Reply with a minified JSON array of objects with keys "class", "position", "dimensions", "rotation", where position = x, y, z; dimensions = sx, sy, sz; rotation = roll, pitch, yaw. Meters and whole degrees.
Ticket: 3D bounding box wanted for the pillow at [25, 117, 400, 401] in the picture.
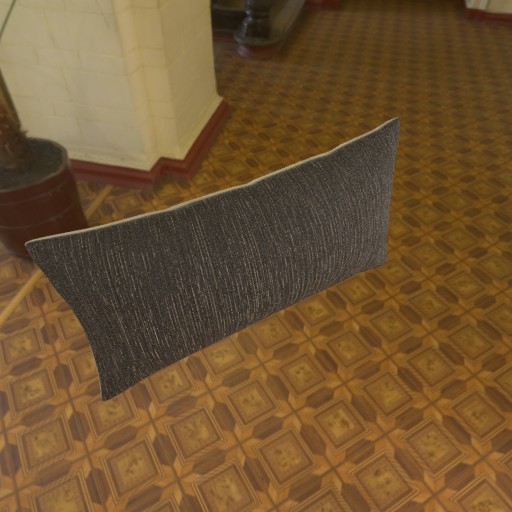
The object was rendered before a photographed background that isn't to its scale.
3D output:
[{"class":"pillow","position":[0.000,0.000,0.728],"dimensions":[0.608,0.305,0.156],"rotation":[-23,49,-21]}]
